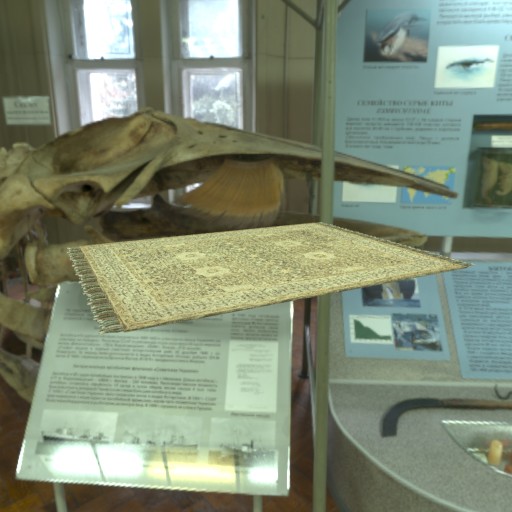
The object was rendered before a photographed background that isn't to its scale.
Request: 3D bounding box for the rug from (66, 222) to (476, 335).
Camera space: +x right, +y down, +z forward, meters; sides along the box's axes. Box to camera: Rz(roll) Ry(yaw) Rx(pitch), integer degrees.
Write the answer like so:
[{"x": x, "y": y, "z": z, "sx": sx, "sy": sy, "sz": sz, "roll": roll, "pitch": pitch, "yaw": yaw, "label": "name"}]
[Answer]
[{"x": 0.000, "y": 0.000, "z": 4.353, "sx": 3.291, "sy": 0.017, "sz": 2.431, "roll": -7, "pitch": 16, "yaw": -26, "label": "rug"}]
